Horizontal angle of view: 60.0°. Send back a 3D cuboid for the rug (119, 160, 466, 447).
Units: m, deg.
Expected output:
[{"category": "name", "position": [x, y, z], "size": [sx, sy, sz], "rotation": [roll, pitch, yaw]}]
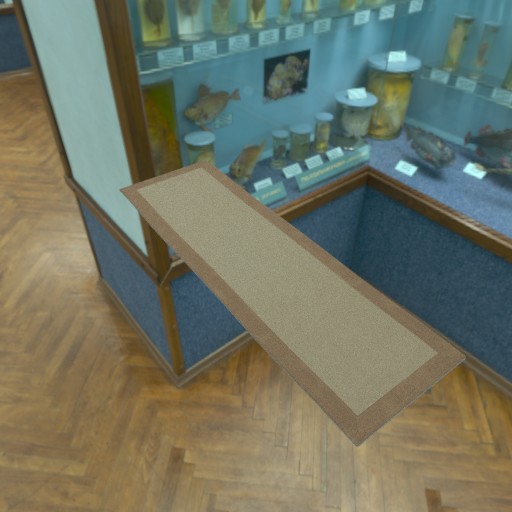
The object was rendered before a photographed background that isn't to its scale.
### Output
[{"category": "rug", "position": [0.000, 0.000, 2.728], "size": [0.767, 0.012, 2.430], "rotation": [-26, 47, -27]}]
